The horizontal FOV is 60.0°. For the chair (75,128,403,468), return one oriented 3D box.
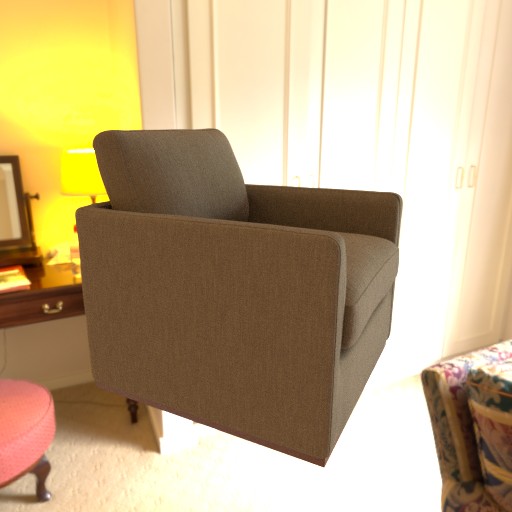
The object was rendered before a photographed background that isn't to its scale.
[{"bbox_3d":[0.000,0.000,1.467,0.834,0.811,0.763,8,18,26],"label":"chair"}]
